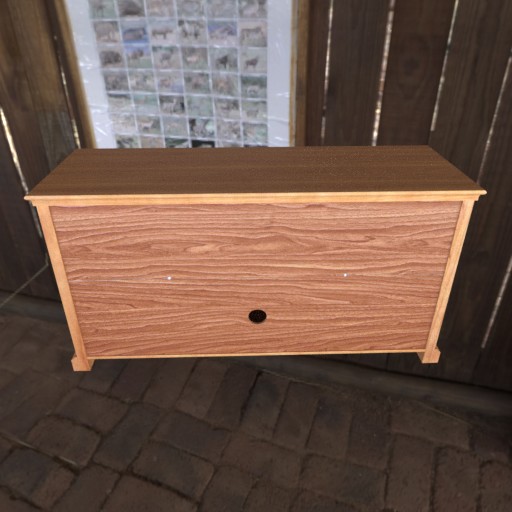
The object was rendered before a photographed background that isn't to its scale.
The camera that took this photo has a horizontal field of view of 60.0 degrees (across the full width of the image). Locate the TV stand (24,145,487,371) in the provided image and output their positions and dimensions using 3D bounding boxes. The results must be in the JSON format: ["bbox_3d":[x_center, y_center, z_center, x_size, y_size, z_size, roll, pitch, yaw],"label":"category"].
[{"bbox_3d":[0.000,0.000,1.455,1.181,0.607,0.417,-1,30,-2],"label":"TV stand"}]
